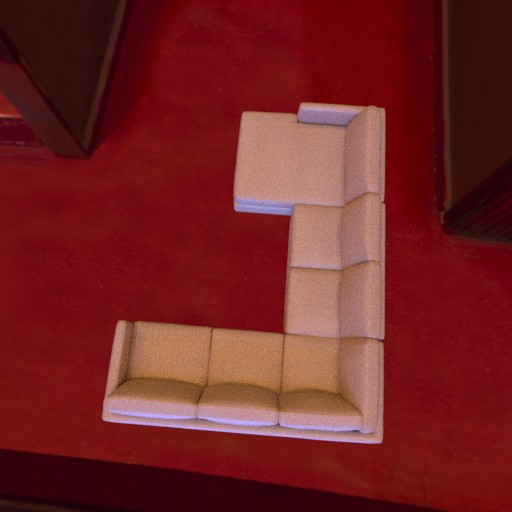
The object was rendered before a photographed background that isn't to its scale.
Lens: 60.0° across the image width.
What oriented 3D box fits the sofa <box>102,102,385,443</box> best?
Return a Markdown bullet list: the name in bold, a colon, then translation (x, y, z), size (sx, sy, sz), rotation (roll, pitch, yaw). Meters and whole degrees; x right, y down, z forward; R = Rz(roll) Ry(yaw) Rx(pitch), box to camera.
- **sofa**: translation (0.000, 0.000, 4.675), size (2.594, 0.961, 3.460), rotation (4, 76, 1)
